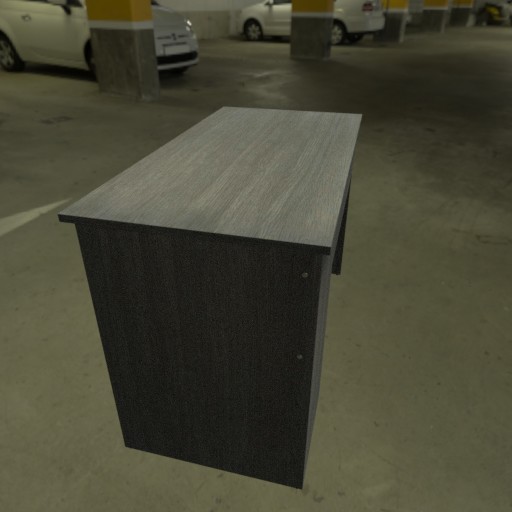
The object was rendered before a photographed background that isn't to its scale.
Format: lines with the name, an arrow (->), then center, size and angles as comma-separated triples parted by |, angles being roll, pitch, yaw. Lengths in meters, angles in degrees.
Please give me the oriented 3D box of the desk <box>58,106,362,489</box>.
desk -> 0.000, 0.000, 1.491 | 0.560, 0.730, 1.096 | 7, 31, 13
